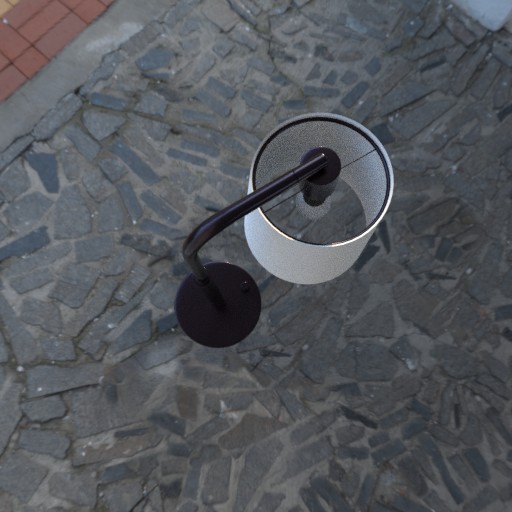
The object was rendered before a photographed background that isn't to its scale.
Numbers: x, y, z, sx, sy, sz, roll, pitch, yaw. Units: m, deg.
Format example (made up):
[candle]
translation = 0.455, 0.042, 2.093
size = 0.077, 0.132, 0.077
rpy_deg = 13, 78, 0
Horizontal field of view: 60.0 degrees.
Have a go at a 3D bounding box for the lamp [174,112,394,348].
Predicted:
[lamp]
translation = 0.000, 0.000, 0.633
size = 0.333, 0.489, 0.171
rpy_deg = -30, 79, -6
